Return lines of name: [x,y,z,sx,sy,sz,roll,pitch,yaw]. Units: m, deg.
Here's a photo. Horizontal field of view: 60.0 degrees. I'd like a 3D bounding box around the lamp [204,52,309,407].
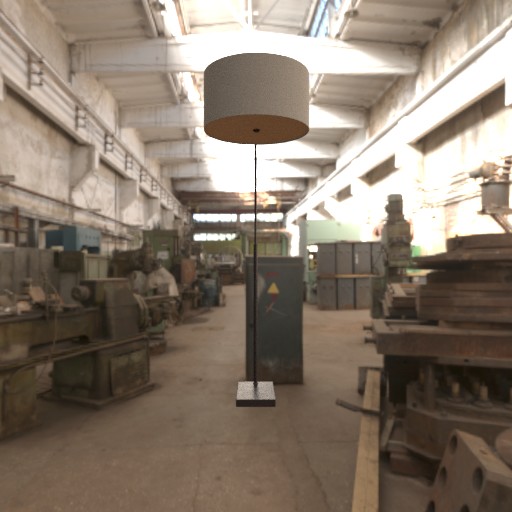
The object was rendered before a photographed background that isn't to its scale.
lamp: [0.000,0.000,2.545,0.493,1.927,1.424,0,0,0]
